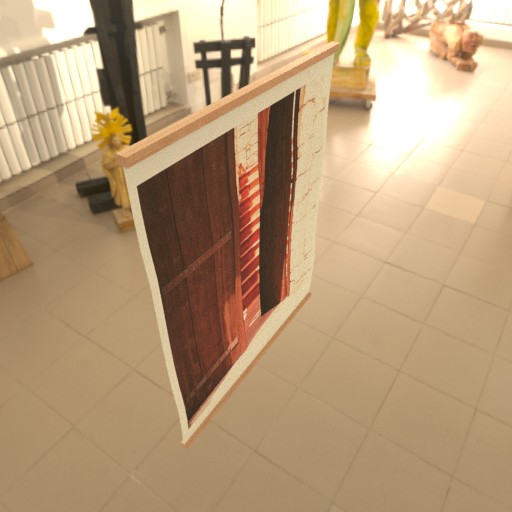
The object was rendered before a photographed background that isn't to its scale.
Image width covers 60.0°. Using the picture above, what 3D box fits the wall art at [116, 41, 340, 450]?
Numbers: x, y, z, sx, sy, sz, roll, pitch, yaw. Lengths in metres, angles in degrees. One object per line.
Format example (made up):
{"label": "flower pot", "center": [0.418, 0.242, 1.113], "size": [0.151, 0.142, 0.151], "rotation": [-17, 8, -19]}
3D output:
{"label": "wall art", "center": [0.000, 0.000, 0.663], "size": [0.013, 0.508, 0.406], "rotation": [24, 46, 25]}
